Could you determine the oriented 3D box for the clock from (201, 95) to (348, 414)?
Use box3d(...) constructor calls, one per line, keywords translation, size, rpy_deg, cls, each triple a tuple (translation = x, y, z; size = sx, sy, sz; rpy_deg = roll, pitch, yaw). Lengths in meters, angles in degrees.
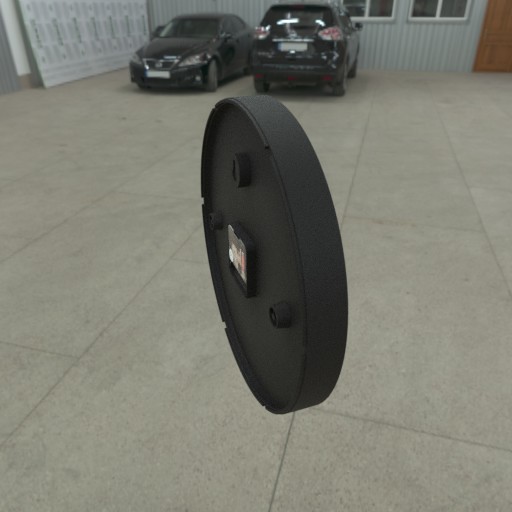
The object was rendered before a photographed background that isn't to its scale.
box3d(translation=(0.000, 0.000, 0.431), size=(0.040, 0.293, 0.293), rpy_deg=(-10, 31, -17), cls="clock")
